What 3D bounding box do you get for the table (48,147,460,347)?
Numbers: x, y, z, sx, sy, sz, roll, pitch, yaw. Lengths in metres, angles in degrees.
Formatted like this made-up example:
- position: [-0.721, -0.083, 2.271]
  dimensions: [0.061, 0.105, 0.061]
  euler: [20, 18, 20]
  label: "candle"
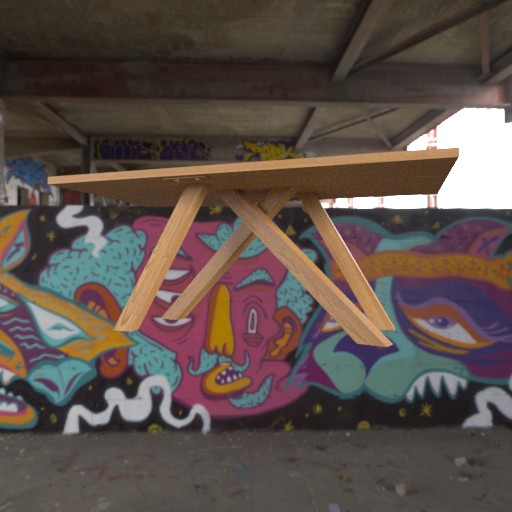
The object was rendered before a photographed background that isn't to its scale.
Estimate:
- position: [0.000, 0.000, 2.262]
  dimensions: [1.797, 0.750, 0.901]
  euler: [0, -1, 18]
  label: "table"
